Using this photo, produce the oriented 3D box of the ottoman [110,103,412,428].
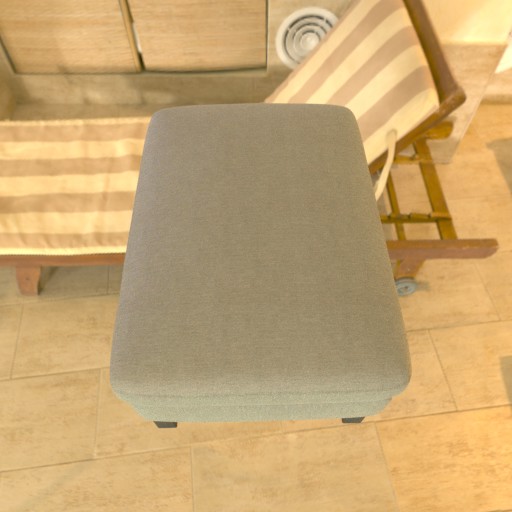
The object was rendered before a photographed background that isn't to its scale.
[{"bbox_3d":[0.000,0.000,1.037,0.528,0.404,0.735,-1,56,-1],"label":"ottoman"}]
